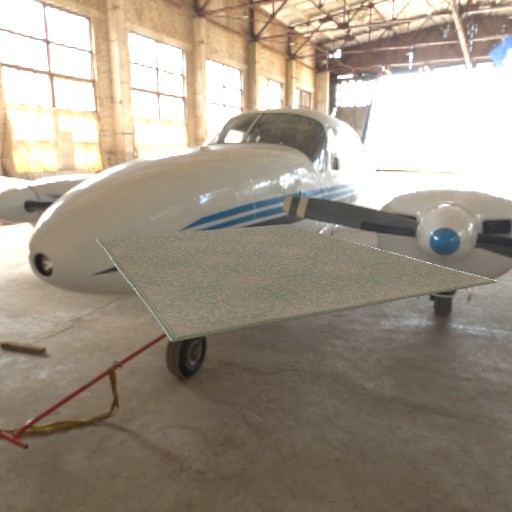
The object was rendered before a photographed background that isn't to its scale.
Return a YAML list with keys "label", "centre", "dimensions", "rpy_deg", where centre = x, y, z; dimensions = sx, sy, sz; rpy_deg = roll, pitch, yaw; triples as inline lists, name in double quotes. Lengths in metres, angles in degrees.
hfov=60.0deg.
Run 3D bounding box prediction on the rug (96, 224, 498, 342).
- label: "rug"
  centre: [0.000, 0.000, 3.934]
  dimensions: [2.363, 0.012, 2.980]
  rpy_deg: [-6, 14, -25]
